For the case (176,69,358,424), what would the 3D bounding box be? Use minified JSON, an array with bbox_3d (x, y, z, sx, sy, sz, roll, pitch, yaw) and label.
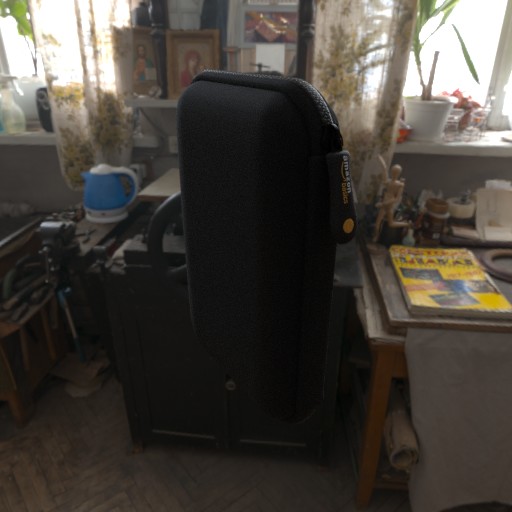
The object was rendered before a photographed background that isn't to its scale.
[{"bbox_3d":[0.000,0.000,0.194,0.030,0.147,0.107,-16,30,-30],"label":"case"}]
